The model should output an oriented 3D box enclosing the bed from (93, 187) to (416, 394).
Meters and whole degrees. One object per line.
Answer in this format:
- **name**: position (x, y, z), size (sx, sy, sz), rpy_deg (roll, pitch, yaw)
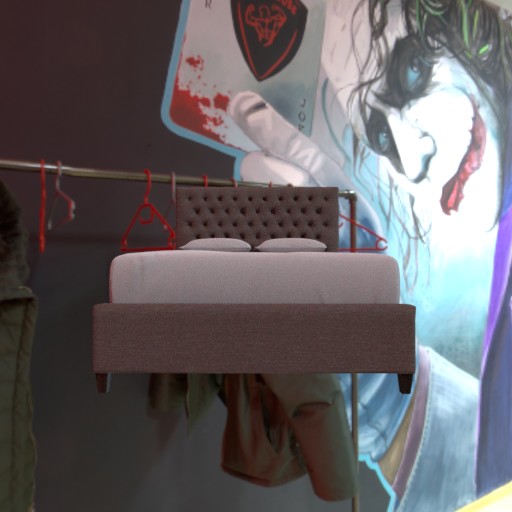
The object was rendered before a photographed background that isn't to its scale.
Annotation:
- **bed**: position (0.000, 0.000, 3.460), size (1.698, 1.427, 2.387), rpy_deg (0, 0, 1)
